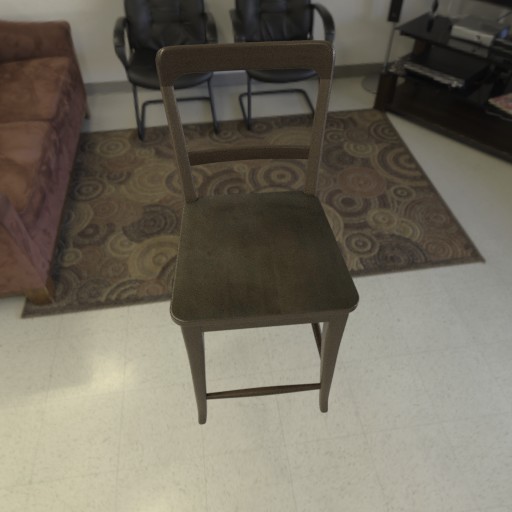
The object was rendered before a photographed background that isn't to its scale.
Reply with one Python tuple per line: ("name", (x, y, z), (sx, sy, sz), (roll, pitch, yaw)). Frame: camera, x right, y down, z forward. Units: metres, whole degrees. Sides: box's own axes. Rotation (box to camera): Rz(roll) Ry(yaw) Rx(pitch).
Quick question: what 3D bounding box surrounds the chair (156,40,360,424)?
("chair", (0.000, 0.000, 1.270), (0.450, 0.991, 0.546), (-4, 47, -4))
